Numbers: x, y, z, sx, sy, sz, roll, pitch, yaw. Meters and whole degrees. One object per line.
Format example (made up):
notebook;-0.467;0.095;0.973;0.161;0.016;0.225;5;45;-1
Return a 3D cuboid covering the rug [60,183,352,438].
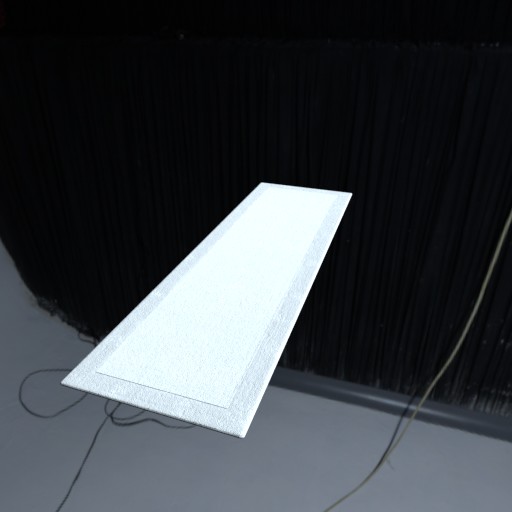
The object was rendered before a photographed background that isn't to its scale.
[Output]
rug;0.000;0.000;2.604;0.759;0.012;2.430;10;30;17
